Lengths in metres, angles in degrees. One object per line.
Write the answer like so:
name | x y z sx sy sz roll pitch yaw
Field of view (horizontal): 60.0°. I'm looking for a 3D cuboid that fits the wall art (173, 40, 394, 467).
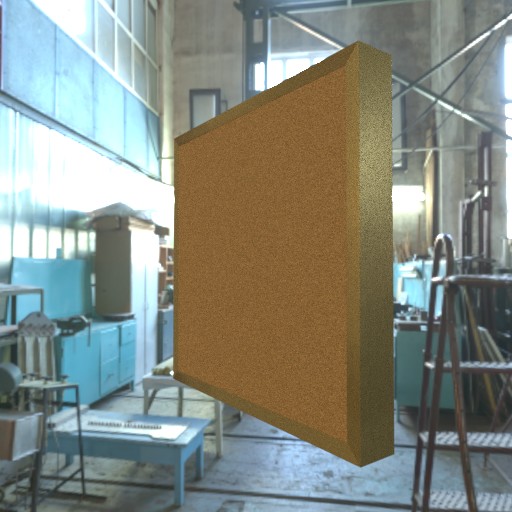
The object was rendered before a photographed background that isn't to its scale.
wall art | 0.000 0.000 0.450 0.038 0.305 0.304 1 -2 -36
